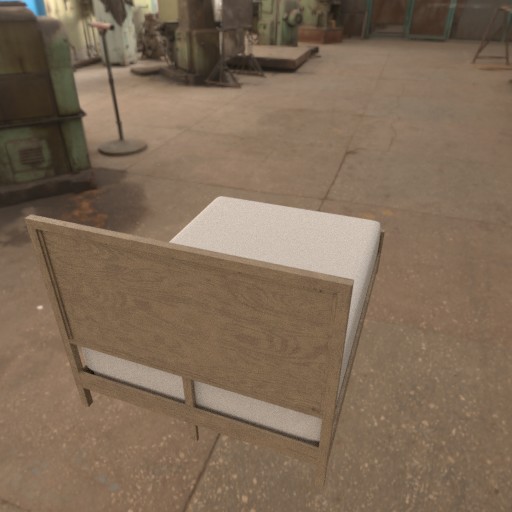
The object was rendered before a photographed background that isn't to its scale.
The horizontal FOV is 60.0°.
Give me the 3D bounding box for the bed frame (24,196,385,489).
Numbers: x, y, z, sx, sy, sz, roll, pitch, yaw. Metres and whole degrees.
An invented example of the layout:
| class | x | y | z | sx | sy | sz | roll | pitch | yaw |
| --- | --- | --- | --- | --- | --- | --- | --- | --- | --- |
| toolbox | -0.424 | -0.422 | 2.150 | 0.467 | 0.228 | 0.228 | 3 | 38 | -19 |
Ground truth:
| class | x | y | z | sx | sy | sz | roll | pitch | yaw |
| --- | --- | --- | --- | --- | --- | --- | --- | --- | --- |
| bed frame | 0.000 | 0.000 | 3.167 | 1.606 | 1.369 | 2.189 | 11 | 34 | 17 |
